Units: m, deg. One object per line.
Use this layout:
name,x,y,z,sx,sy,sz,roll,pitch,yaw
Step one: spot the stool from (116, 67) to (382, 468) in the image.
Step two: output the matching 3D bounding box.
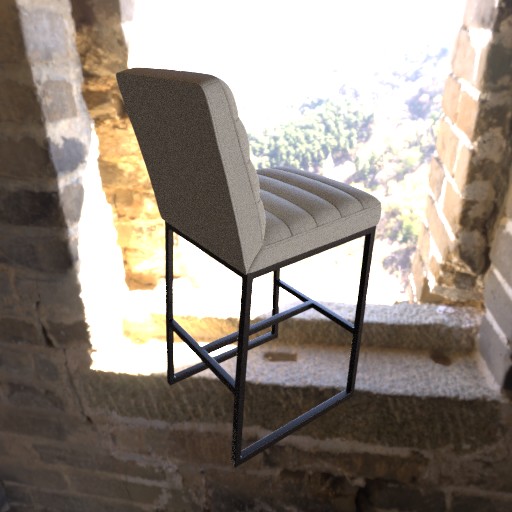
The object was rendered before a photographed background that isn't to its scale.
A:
stool,0.000,0.000,1.319,0.560,1.040,0.460,-17,31,-32
